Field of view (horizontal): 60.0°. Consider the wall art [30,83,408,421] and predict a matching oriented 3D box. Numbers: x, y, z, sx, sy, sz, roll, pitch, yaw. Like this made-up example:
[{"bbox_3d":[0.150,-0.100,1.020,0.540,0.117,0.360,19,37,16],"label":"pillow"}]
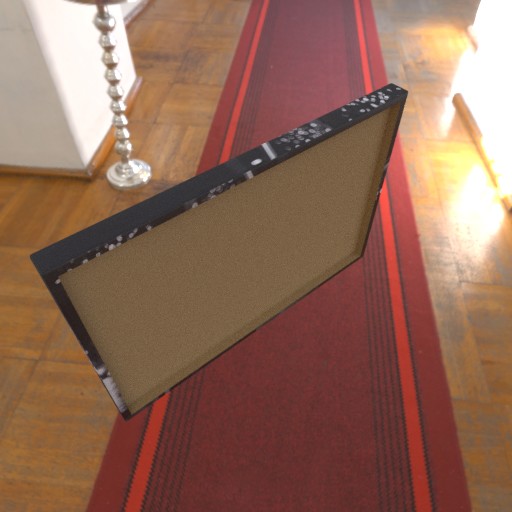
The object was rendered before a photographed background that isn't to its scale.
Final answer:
[{"bbox_3d":[0.000,0.000,0.752,0.609,0.406,0.037,-31,56,-25],"label":"wall art"}]
